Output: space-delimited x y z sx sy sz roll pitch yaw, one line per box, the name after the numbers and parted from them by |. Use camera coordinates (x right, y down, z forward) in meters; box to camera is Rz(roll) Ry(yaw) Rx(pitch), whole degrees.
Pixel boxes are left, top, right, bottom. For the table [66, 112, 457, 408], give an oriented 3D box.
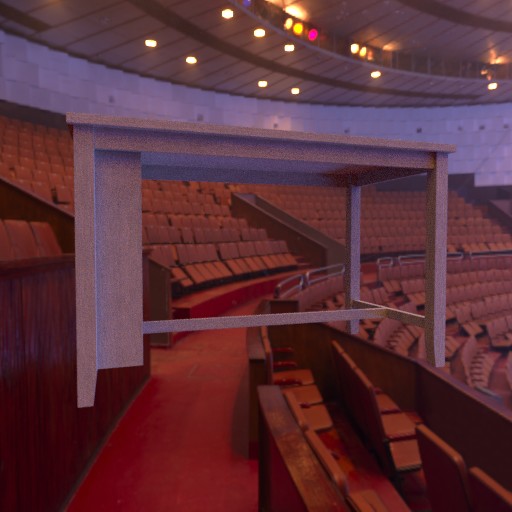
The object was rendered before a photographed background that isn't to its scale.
0.000 0.000 1.859 1.397 0.874 0.729 -1 2 -19 | table
